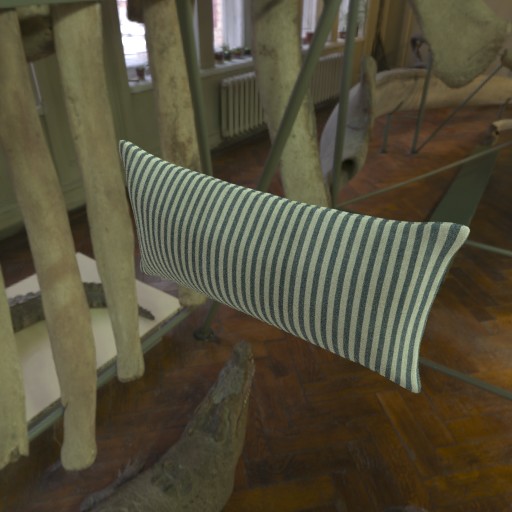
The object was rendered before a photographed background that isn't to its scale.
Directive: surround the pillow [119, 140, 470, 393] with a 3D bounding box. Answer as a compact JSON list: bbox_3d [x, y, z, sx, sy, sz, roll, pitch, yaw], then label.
[{"bbox_3d":[0.000,0.000,0.752,0.617,0.295,0.151,20,37,28],"label":"pillow"}]
